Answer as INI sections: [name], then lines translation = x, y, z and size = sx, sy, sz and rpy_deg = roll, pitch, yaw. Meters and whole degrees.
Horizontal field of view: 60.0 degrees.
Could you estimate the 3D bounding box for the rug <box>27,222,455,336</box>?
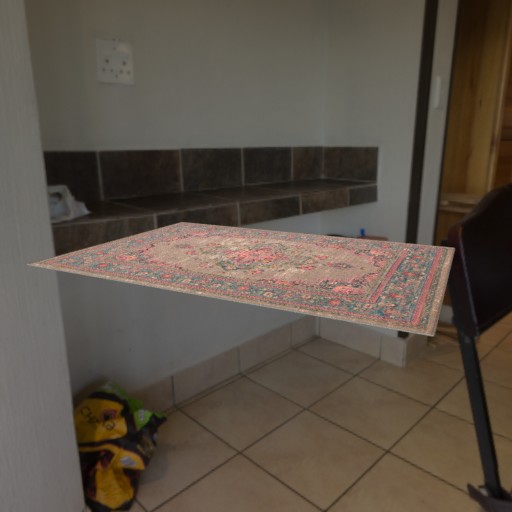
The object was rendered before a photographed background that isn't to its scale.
[rug]
translation = 0.000, 0.000, 3.614
size = 2.890, 0.013, 2.005
rpy_deg = 7, 16, 25
